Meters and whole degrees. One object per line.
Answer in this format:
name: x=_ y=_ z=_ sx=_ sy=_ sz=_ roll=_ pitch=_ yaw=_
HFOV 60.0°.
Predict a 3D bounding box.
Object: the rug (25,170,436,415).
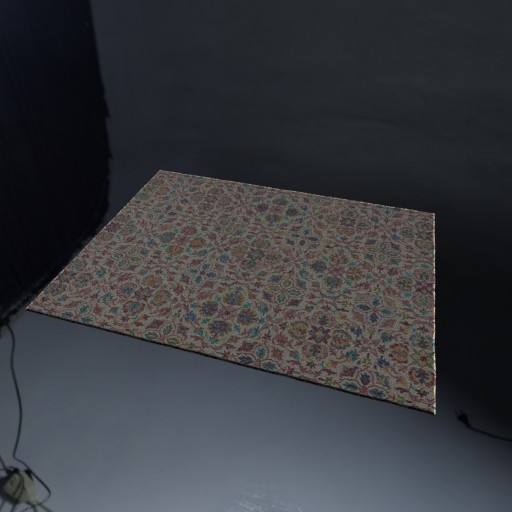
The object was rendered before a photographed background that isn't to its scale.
rug: x=0.000 y=0.000 z=4.168 sx=3.215 sy=0.020 sz=2.446 roll=11 pitch=41 yaw=13
